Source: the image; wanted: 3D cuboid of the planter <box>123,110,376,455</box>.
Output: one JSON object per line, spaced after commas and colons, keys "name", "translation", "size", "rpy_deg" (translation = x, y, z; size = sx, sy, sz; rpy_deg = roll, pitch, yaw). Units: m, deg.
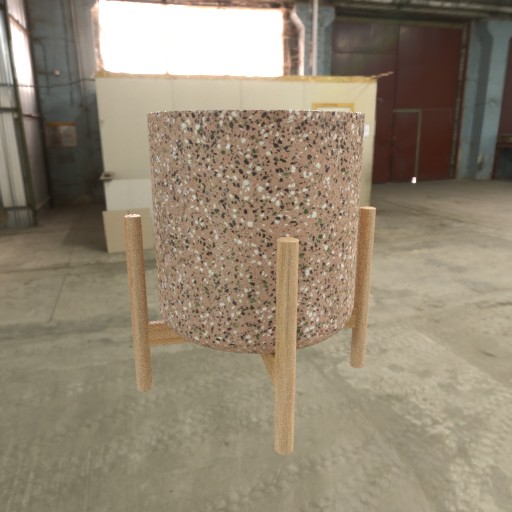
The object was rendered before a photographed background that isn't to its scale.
{"name": "planter", "translation": [0.000, 0.000, 0.689], "size": [0.360, 0.419, 0.360], "rpy_deg": [3, 16, 11]}
